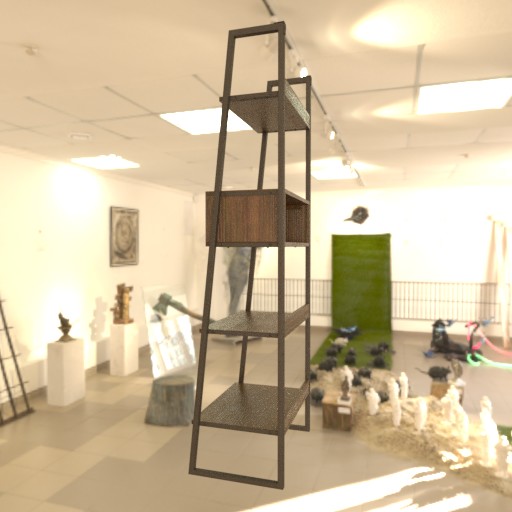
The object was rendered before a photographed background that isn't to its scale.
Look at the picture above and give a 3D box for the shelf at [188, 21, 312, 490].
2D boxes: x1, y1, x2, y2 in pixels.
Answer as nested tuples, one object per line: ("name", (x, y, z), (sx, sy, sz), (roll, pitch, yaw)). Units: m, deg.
("shelf", (0.000, 0.000, 2.268), (0.454, 2.005, 0.652), (0, 1, 17))
